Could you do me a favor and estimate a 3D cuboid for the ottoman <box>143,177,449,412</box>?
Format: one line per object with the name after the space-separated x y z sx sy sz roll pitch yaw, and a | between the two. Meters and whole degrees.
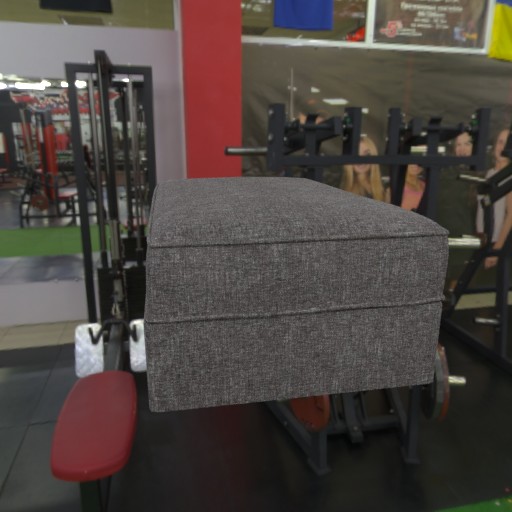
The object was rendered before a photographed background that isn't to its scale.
0.000 0.000 1.542 0.717 0.487 1.184 -3 16 -10 | ottoman
